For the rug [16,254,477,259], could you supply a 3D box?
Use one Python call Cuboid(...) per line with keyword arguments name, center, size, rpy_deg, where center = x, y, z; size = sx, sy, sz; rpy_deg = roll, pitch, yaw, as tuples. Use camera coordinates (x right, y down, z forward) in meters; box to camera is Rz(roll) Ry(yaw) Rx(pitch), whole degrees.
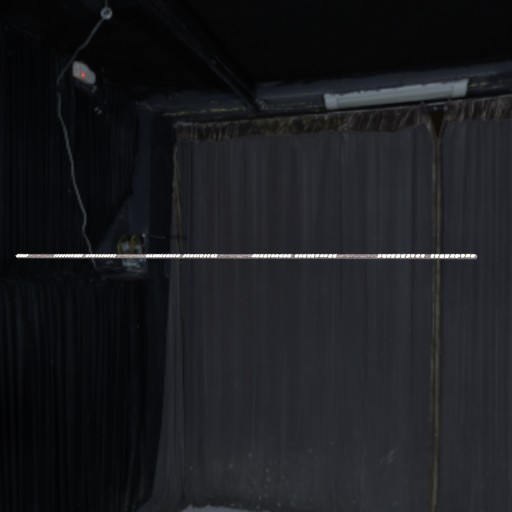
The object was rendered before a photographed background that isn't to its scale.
Cuboid(name="rug", center=(0.000, 0.000, 2.238), size=(1.833, 0.016, 1.210), rpy_deg=(0, 0, 17))
